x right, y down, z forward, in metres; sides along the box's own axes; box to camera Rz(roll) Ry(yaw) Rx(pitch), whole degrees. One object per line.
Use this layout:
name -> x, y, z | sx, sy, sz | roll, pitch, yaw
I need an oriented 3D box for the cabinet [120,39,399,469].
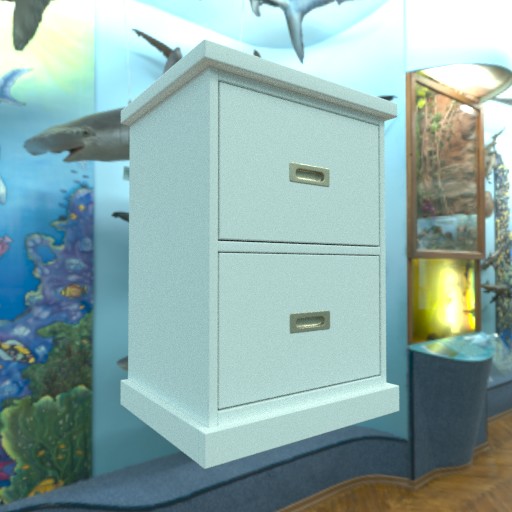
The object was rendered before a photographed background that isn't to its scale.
cabinet -> 0.000, 0.000, 1.067 | 0.520, 0.723, 0.431 | 1, -2, -35
